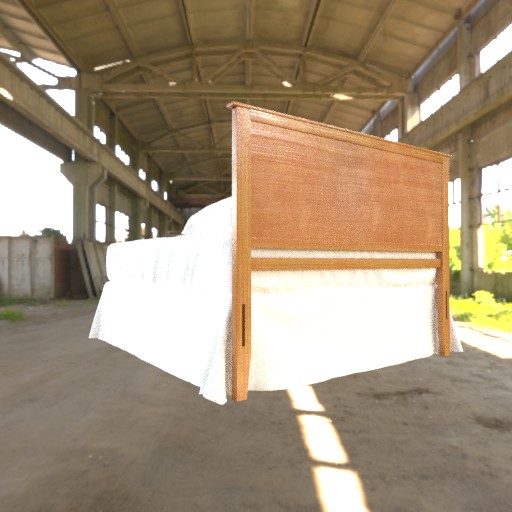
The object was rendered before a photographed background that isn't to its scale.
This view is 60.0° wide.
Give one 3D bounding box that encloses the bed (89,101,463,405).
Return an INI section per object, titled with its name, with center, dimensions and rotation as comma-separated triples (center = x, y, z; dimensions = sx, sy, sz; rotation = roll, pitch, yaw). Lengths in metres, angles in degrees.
[bed]
center = 0.000, 0.000, 3.148
dimensions = 1.870, 1.273, 2.035
rotation = 1, -1, -35
